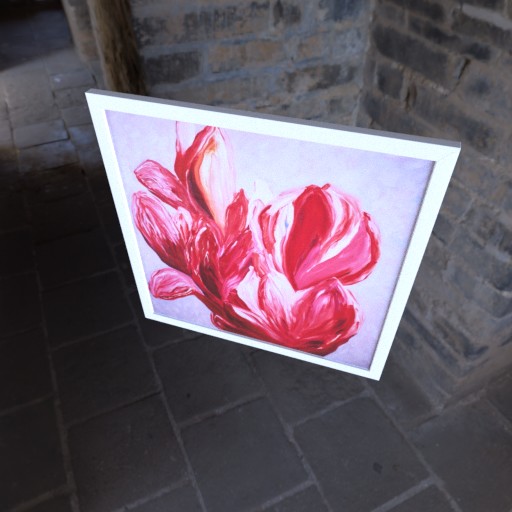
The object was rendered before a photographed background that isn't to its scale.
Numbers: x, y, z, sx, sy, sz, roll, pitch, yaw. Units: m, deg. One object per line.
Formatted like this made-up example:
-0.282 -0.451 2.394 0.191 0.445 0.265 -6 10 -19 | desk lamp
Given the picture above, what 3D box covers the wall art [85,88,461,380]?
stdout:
0.000 0.000 0.984 0.664 0.661 0.020 13 45 13 | wall art
